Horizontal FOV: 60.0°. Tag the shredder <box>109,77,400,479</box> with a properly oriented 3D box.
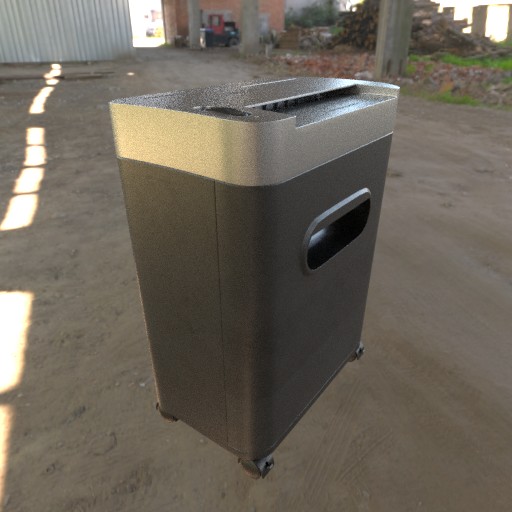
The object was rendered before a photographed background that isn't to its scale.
[{"bbox_3d":[0.000,0.000,0.584,0.237,0.419,0.311,19,32,32],"label":"shredder"}]
